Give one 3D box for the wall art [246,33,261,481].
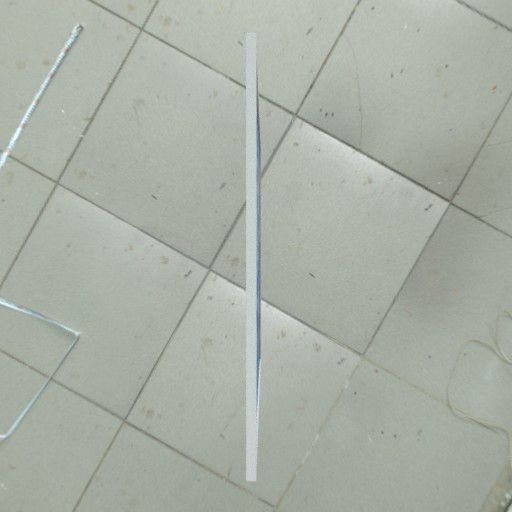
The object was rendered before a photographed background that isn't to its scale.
[{"bbox_3d":[0.000,0.000,0.983,0.015,0.660,0.660,0,91,1],"label":"wall art"}]
